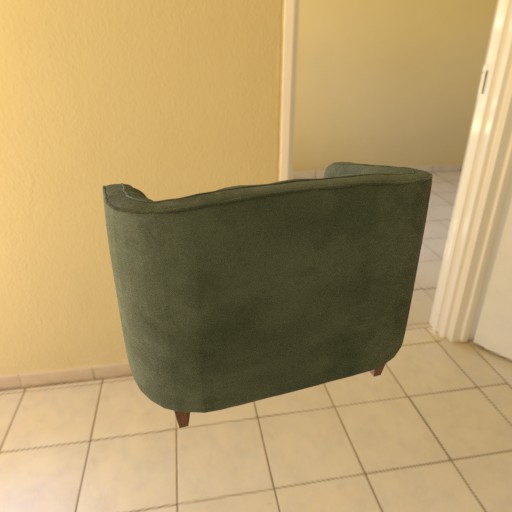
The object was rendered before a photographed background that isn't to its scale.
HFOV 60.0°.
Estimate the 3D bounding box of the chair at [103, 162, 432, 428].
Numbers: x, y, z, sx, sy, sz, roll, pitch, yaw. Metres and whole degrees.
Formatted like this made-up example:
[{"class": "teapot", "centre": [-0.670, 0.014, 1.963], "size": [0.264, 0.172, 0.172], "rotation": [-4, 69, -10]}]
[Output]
[{"class": "chair", "centre": [0.000, 0.000, 1.777], "size": [1.104, 0.852, 0.941], "rotation": [-9, 28, -17]}]
